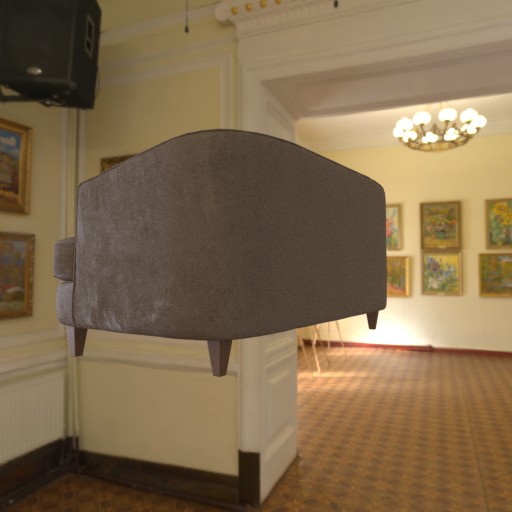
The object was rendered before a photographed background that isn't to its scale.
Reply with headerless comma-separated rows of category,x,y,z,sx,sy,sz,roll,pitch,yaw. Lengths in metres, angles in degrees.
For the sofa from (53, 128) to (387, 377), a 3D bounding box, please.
sofa,0.000,0.000,2.292,0.941,0.855,1.733,-1,-2,35
